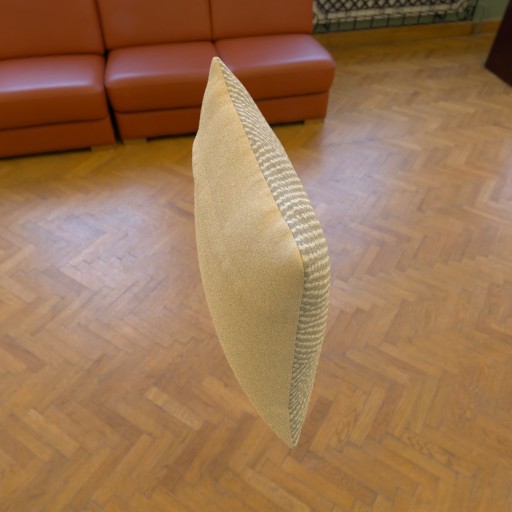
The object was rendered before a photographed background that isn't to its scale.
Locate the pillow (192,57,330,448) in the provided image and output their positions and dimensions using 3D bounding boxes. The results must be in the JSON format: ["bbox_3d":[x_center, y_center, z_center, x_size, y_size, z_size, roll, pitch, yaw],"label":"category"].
[{"bbox_3d":[0.000,0.000,0.710,0.181,0.458,0.459,-10,47,-9],"label":"pillow"}]
